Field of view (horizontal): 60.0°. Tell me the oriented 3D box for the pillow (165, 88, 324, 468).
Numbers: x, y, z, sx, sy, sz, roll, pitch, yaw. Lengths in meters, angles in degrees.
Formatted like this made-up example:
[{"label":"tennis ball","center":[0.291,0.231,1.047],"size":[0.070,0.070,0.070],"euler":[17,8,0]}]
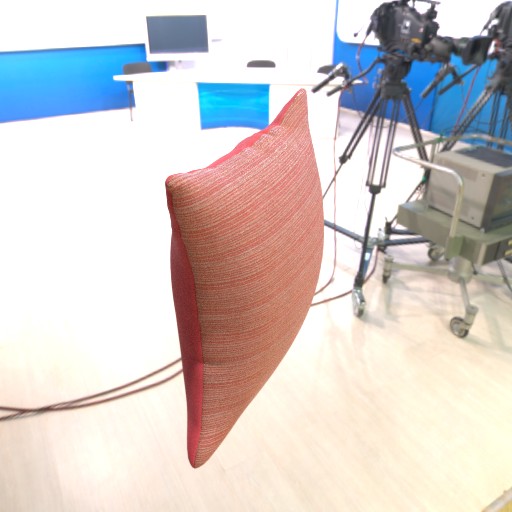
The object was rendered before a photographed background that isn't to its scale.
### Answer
[{"label":"pillow","center":[0.000,0.000,0.817],"size":[0.229,0.501,0.559],"euler":[11,33,18]}]
